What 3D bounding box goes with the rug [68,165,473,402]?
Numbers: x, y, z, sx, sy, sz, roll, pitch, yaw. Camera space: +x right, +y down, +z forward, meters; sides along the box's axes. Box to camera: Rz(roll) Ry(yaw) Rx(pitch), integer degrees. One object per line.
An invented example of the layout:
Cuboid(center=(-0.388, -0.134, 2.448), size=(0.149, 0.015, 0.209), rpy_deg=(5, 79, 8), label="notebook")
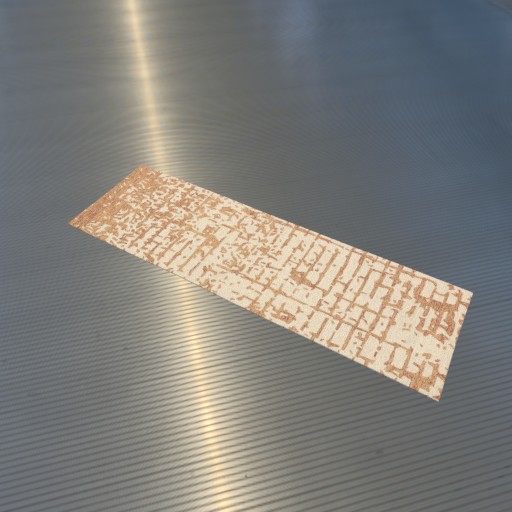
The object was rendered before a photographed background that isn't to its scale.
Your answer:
Cuboid(center=(0.000, 0.000, 2.727), size=(2.435, 0.011, 0.750), rpy_deg=(23, 52, 20), label="rug")
